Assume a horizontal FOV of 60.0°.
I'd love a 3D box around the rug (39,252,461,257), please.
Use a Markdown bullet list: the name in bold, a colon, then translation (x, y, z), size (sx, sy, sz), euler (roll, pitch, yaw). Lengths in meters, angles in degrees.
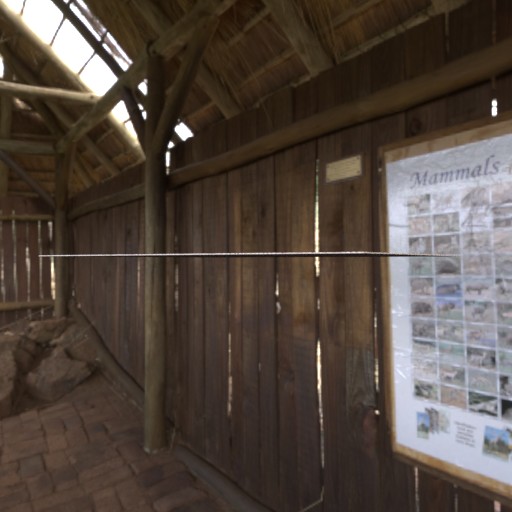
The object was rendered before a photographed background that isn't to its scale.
- **rug**: translation (0.000, 0.000, 4.084), size (3.046, 0.008, 2.442), euler (0, -1, 35)
